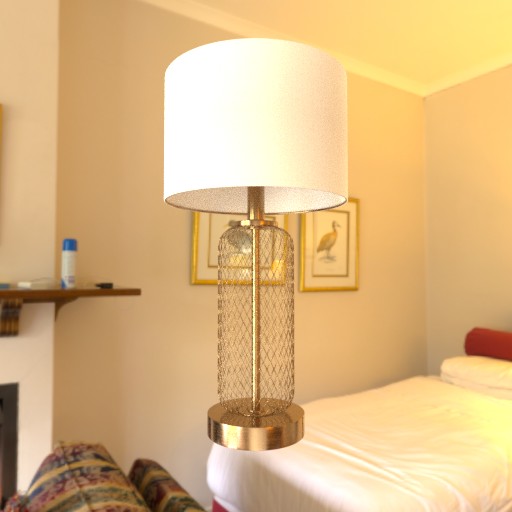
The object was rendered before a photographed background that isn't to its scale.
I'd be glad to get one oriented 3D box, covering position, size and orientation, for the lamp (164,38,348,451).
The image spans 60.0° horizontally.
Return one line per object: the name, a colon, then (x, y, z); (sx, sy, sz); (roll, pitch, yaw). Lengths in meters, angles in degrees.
lamp: (0.000, 0.000, 0.617); (0.252, 0.483, 0.252); (-1, -2, 18)
